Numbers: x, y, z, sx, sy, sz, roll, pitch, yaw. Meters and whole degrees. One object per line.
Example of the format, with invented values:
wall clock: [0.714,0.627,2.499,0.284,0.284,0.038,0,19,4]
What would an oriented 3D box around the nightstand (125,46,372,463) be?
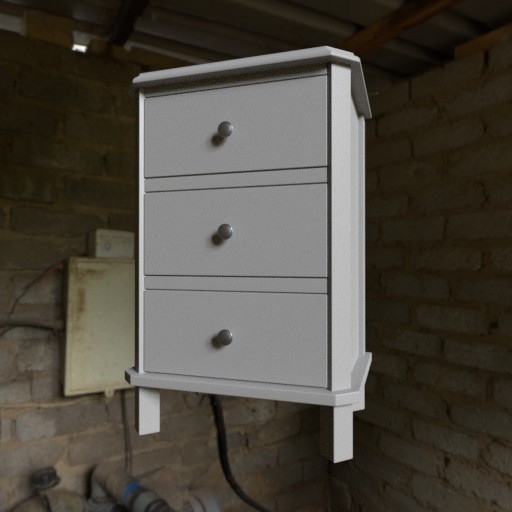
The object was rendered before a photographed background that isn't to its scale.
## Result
nightstand: [0.000,0.000,0.929,0.450,0.680,0.350,0,0,18]
